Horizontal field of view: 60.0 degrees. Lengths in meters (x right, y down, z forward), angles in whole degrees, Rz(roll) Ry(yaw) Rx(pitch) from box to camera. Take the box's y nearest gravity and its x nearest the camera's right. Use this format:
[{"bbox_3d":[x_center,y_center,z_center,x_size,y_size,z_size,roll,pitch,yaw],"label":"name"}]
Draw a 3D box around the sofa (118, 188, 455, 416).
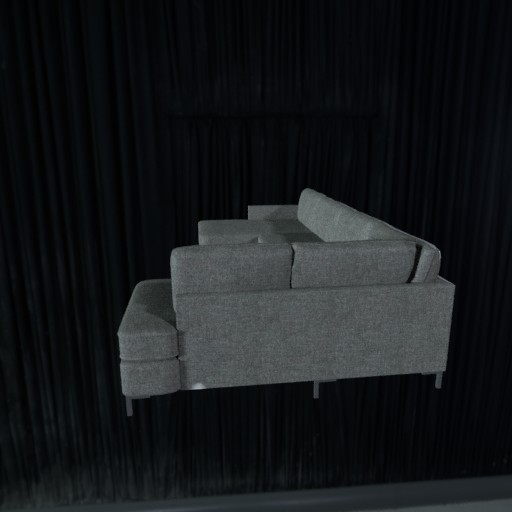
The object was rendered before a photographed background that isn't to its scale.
[{"bbox_3d":[0.000,0.000,4.262,2.048,0.999,3.423,-2,15,-7],"label":"sofa"}]
